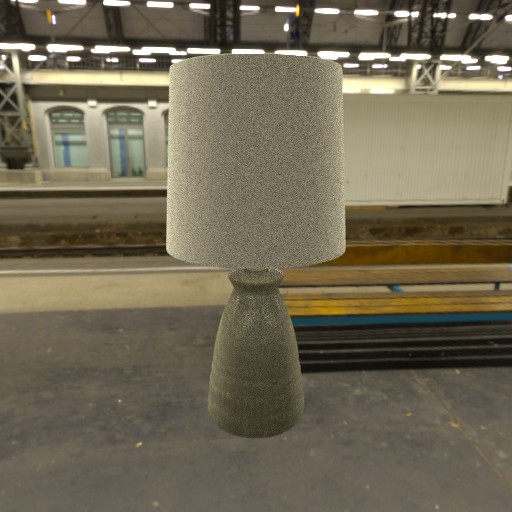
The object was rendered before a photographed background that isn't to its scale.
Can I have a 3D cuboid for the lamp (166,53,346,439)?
[{"bbox_3d":[0.000,0.000,0.472,0.186,0.369,0.186,0,14,0],"label":"lamp"}]
